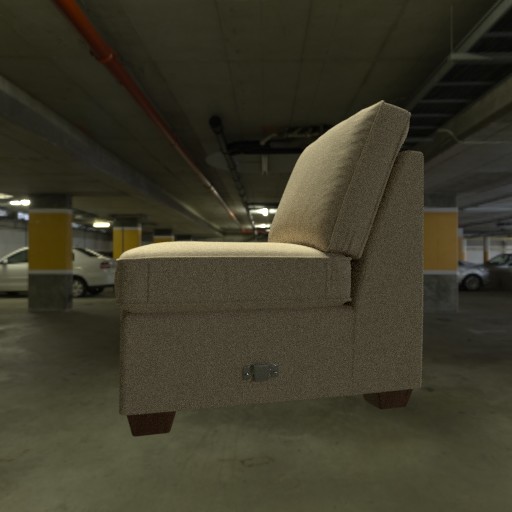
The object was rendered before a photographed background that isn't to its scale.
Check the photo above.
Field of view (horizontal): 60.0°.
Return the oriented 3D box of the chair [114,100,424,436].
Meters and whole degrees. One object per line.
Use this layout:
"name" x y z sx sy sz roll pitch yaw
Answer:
"chair" 0.000 0.000 1.550 0.938 0.970 0.621 0 0 -17
